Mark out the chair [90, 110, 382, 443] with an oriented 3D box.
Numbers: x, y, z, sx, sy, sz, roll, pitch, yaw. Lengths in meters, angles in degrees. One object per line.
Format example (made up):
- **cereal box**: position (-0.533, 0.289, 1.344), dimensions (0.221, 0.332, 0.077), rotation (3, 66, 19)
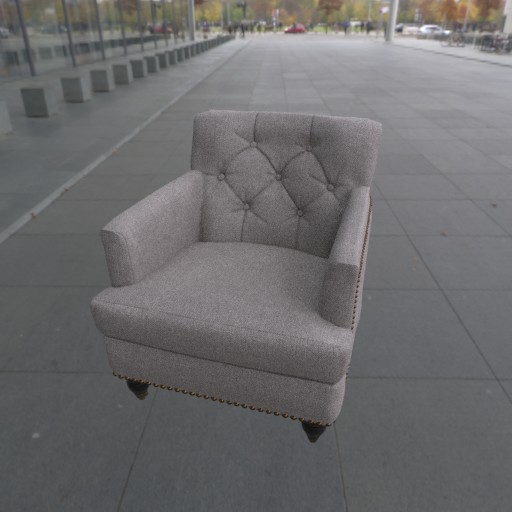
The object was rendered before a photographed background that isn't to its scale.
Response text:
- **chair**: position (0.000, 0.000, 1.522), dimensions (0.737, 0.823, 0.902), rotation (8, 29, 15)
